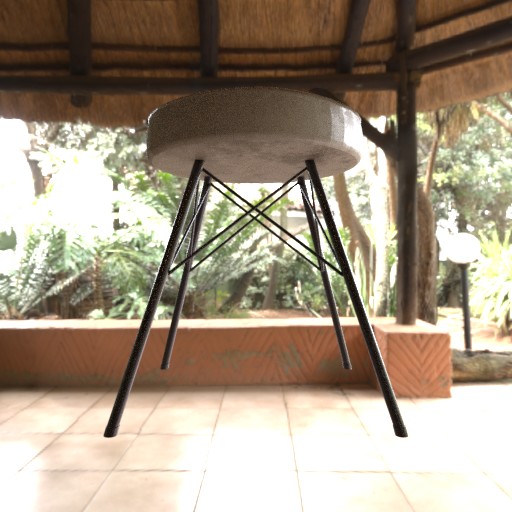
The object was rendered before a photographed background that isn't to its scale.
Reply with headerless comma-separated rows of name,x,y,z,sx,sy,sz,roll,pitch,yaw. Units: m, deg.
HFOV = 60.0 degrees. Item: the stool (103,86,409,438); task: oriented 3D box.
stool,0.000,0.000,0.866,0.457,0.538,0.423,0,0,0
